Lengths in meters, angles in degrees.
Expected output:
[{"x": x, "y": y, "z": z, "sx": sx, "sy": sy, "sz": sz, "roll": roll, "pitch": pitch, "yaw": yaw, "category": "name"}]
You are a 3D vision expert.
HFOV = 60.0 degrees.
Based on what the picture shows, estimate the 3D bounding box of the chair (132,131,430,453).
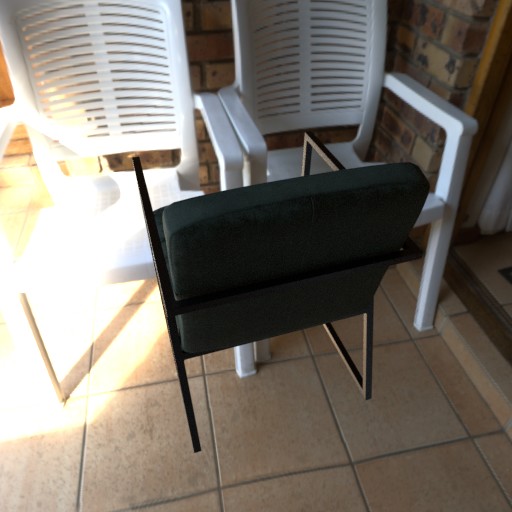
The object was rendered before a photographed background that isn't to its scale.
[{"x": 0.000, "y": 0.000, "z": 1.281, "sx": 0.571, "sy": 0.833, "sz": 0.677, "roll": -12, "pitch": 42, "yaw": -13, "category": "chair"}]
